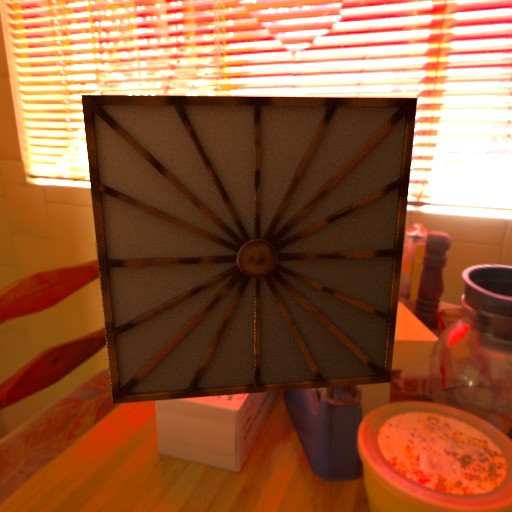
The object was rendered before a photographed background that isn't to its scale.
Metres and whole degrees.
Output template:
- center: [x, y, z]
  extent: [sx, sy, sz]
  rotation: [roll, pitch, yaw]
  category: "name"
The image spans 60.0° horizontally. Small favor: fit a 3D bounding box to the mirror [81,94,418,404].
- center: [0.000, 0.000, 0.749]
  extent: [0.509, 0.507, 0.042]
  rotation: [-2, 16, -7]
  category: "mirror"
